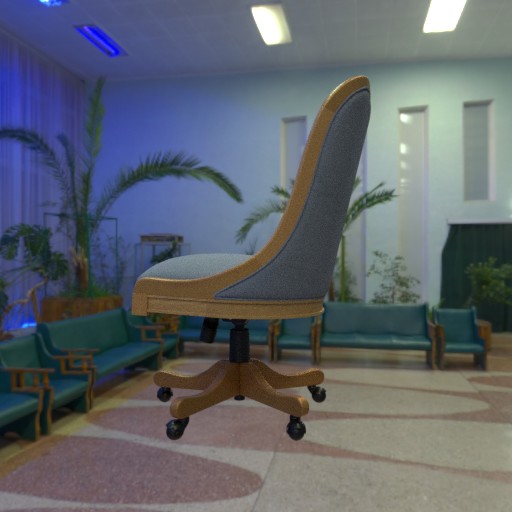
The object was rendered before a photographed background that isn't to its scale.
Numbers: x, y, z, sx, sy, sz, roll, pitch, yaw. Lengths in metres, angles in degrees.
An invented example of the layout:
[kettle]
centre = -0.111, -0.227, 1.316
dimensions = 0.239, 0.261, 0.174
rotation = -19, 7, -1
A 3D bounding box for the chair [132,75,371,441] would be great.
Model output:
[chair]
centre = 0.000, 0.000, 1.462
dimensions = 0.735, 1.031, 0.605
rotation = 0, 0, 16
